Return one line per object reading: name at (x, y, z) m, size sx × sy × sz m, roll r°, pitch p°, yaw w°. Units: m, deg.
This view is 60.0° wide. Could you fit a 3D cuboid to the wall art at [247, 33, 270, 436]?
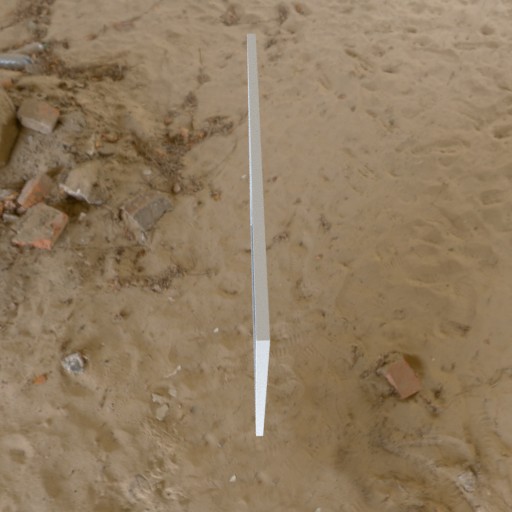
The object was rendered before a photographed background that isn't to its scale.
wall art at (0.000, 0.000, 0.702) m, size 0.012 × 0.457 × 0.457 m, roll -1°, pitch 58°, yaw -1°
